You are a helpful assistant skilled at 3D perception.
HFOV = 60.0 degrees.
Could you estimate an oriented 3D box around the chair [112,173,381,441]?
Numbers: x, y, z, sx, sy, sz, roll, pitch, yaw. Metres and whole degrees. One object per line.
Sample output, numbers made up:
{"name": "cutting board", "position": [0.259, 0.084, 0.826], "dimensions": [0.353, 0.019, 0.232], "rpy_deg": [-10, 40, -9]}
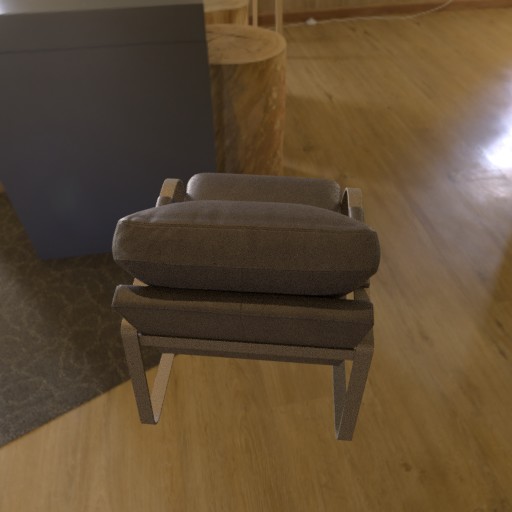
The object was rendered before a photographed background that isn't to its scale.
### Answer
{"name": "chair", "position": [0.000, 0.000, 1.473], "dimensions": [0.692, 0.839, 0.878], "rpy_deg": [3, 47, 3]}
